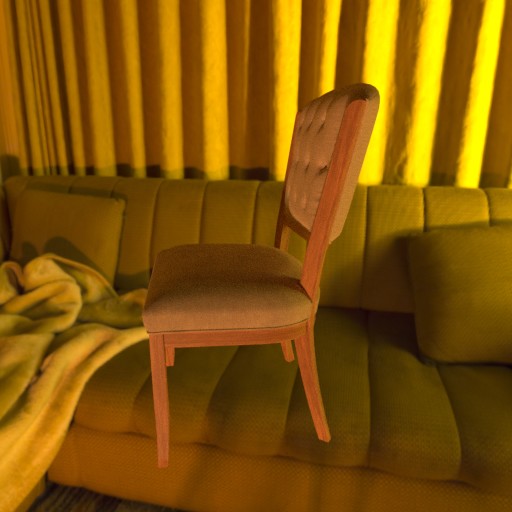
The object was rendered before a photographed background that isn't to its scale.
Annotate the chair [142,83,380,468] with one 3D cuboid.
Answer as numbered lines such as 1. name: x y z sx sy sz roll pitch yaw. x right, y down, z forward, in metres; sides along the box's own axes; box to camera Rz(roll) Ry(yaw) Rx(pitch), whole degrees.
1. chair: 0.000 0.000 1.239 0.584 0.905 0.513 -2 16 -8
